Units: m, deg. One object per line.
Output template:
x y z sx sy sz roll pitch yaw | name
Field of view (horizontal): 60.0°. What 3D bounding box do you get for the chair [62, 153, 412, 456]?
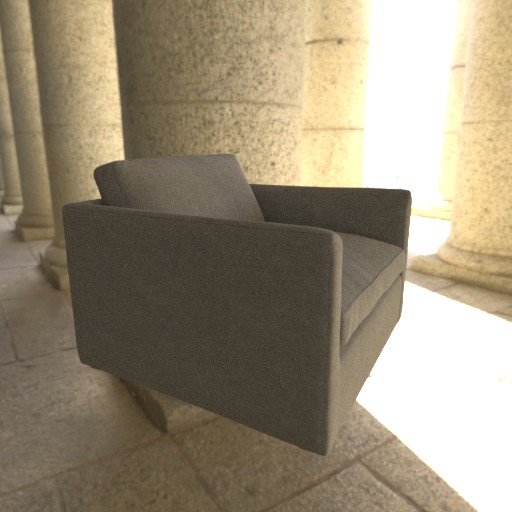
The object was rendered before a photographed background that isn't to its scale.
0.000 0.000 1.870 1.091 0.845 1.190 7 16 27 | chair
